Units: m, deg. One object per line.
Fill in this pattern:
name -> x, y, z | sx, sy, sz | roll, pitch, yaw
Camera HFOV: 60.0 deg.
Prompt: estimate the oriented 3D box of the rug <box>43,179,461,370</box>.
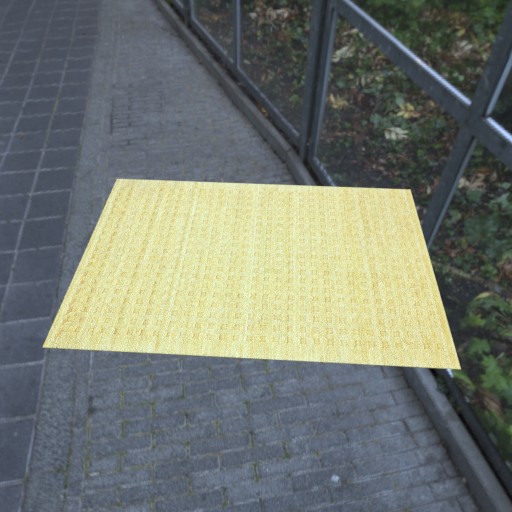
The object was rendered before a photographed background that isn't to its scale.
rug -> 0.000, 0.000, 2.934 | 2.286, 0.006, 1.524 | 2, 47, 2
